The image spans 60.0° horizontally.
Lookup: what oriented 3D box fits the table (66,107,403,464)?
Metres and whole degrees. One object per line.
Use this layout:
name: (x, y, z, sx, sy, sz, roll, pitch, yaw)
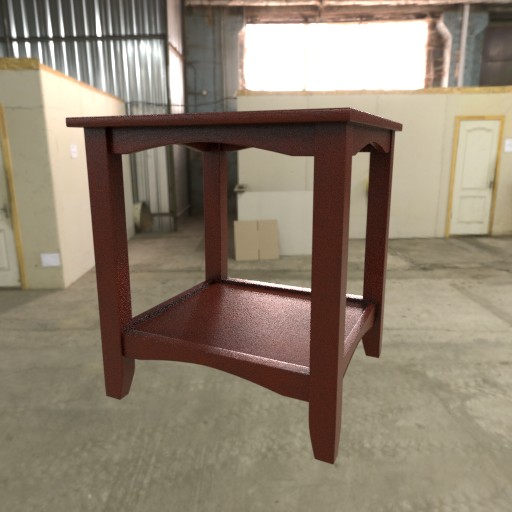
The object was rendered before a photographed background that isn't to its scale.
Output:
table: (0.000, 0.000, 0.957, 0.523, 0.558, 0.522, 7, 16, 27)
